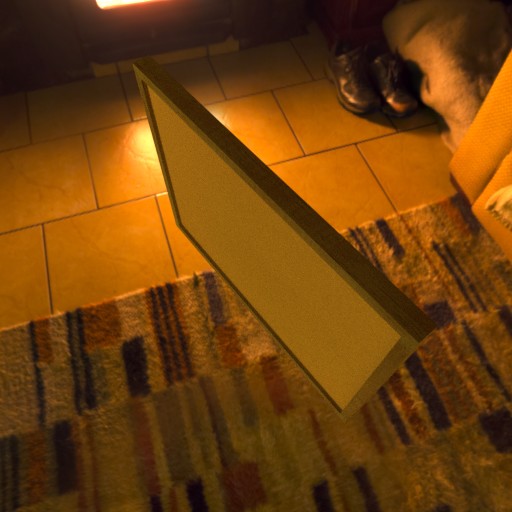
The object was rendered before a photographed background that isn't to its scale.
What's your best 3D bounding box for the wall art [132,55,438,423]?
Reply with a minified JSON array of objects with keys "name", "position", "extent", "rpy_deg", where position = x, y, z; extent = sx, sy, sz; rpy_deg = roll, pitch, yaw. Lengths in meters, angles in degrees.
[{"name":"wall art","position":[0.000,0.000,1.750],"extent":[0.070,1.009,1.320],"rpy_deg":[-34,65,-19]}]
